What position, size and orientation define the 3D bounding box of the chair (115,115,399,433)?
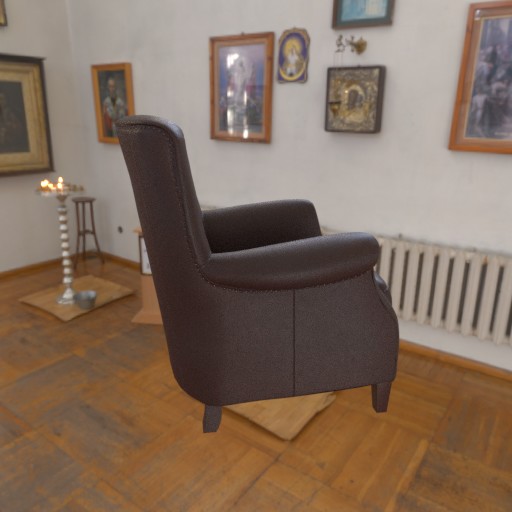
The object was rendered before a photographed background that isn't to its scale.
[{"bbox_3d":[0.000,0.000,1.333,0.746,0.800,0.700,-3,16,-9],"label":"chair"}]
